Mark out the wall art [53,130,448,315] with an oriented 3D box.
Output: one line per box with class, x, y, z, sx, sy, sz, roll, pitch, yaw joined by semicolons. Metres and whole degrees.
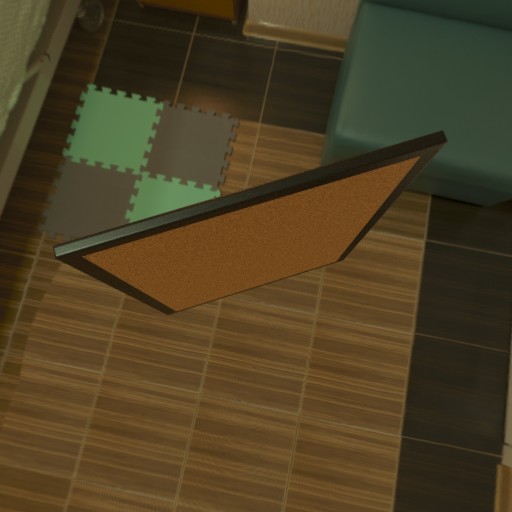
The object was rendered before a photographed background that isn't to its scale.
wall art;0.000;0.000;0.839;0.480;0.657;0.016;-17;77;-4
